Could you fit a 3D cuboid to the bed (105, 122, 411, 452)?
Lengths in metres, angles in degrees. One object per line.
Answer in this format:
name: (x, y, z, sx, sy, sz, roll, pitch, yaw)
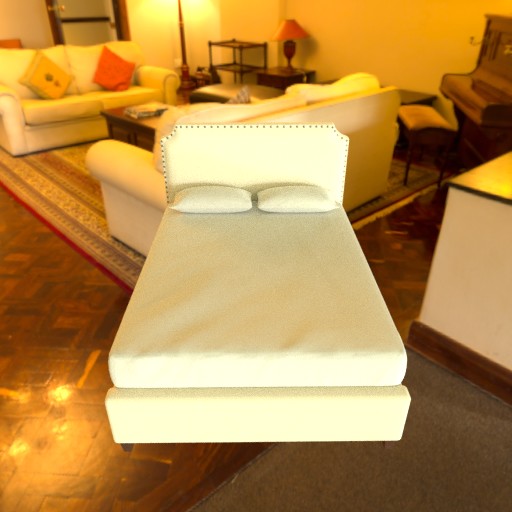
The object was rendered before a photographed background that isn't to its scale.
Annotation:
bed: (0.000, 0.000, 3.314, 1.703, 1.415, 2.329, 0, 30, -1)
